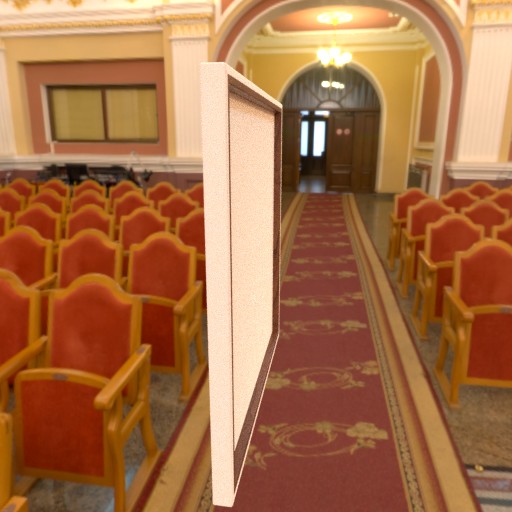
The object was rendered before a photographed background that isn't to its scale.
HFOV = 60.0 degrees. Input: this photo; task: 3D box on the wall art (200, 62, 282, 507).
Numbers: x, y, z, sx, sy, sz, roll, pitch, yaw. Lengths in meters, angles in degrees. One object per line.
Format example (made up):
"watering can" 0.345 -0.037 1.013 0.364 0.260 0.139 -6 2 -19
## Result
"wall art" 0.000 0.000 1.080 0.037 0.757 0.757 2 15 9
